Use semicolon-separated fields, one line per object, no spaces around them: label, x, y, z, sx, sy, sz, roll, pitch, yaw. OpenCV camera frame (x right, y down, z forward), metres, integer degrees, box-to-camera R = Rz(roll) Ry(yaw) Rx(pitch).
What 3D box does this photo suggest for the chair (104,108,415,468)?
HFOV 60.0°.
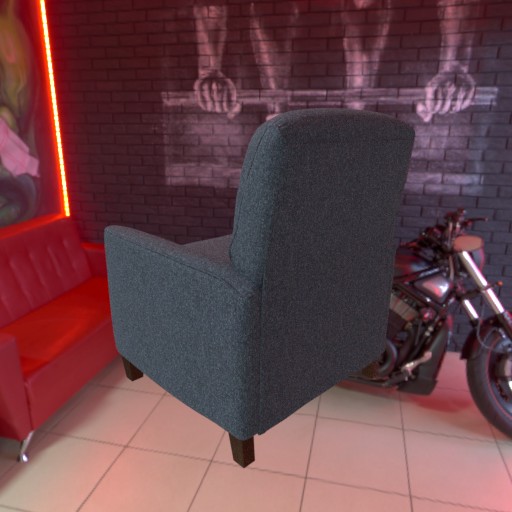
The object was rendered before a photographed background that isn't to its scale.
chair;0.000;0.000;1.638;0.839;1.016;0.850;-15;22;-42
